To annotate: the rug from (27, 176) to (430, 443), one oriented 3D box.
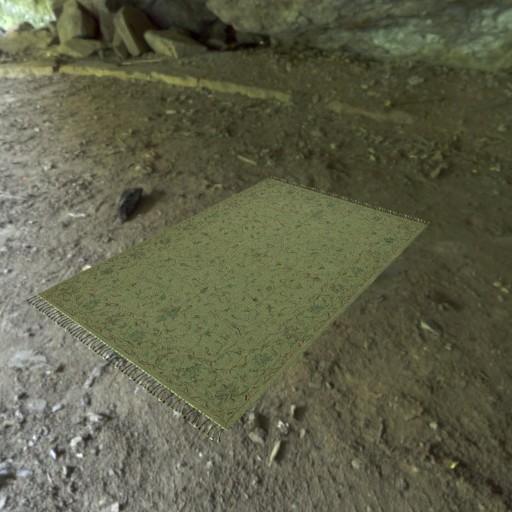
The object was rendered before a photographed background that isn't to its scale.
[{"bbox_3d":[0.000,0.000,3.000,1.544,0.010,2.435,23,39,32],"label":"rug"}]
